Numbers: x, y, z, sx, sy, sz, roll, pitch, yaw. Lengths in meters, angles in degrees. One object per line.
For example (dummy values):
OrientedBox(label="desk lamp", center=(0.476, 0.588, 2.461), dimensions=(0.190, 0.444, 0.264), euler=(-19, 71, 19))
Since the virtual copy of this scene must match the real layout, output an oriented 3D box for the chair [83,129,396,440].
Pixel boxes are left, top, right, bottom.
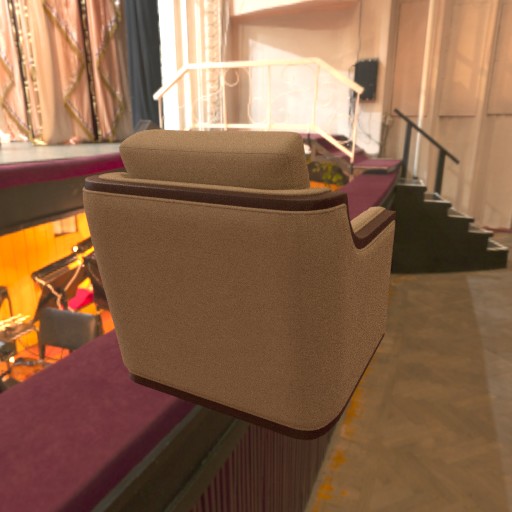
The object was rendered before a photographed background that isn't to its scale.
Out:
OrientedBox(label="chair", center=(0.000, 0.000, 1.675), dimensions=(0.870, 0.930, 0.950), euler=(9, 20, 26))
